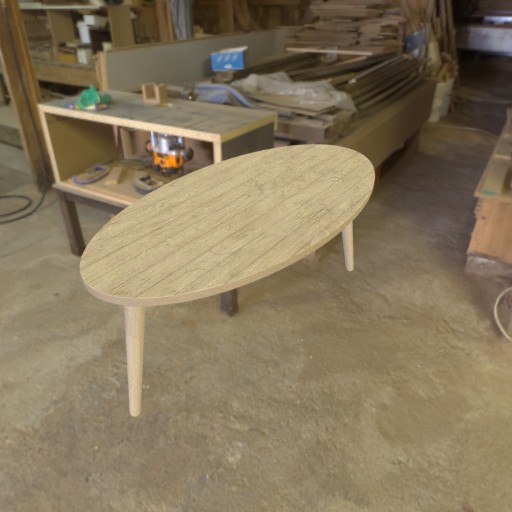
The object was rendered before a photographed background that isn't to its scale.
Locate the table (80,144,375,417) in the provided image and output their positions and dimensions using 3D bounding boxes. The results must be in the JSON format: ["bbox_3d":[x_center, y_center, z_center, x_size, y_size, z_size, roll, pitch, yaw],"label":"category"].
[{"bbox_3d":[0.000,0.000,1.335,0.542,0.390,1.083,20,37,29],"label":"table"}]
